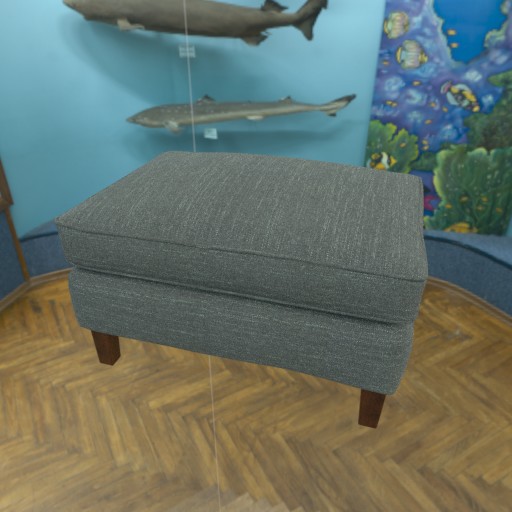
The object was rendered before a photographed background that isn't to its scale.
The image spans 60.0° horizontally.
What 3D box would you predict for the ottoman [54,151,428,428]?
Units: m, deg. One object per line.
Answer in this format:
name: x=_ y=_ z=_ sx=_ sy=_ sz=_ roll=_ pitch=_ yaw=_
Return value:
ottoman: x=0.000 y=0.000 z=0.999 sx=0.686 sy=0.406 sz=0.508 roll=9 pitch=31 yaw=15
